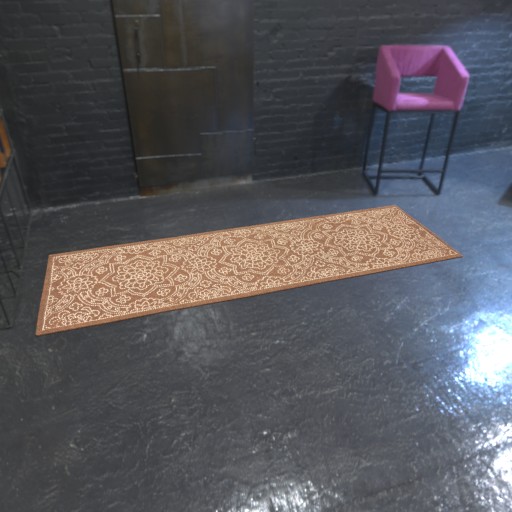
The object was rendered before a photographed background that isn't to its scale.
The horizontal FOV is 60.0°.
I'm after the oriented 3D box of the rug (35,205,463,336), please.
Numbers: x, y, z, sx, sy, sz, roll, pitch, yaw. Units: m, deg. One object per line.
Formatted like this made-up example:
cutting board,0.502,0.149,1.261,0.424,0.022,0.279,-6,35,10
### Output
rug,0.000,0.000,2.734,2.448,0.012,0.769,-9,33,-14
